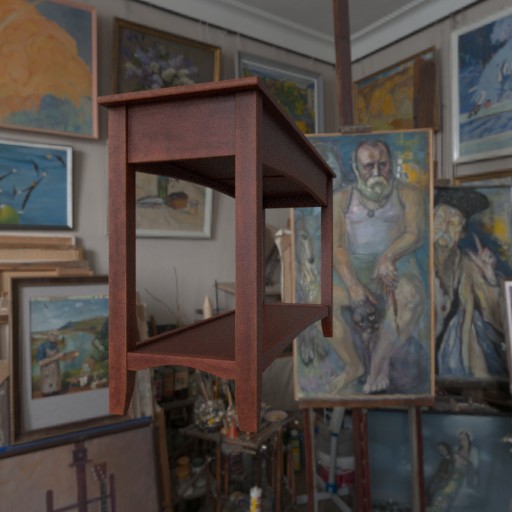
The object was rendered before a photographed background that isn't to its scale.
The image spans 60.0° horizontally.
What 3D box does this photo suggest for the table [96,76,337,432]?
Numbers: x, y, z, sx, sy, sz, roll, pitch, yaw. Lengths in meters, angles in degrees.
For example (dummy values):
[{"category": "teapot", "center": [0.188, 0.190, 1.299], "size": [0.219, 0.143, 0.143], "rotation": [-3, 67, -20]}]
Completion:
[{"category": "table", "center": [0.000, 0.000, 1.526], "size": [0.392, 0.739, 1.188], "rotation": [0, 0, 18]}]
